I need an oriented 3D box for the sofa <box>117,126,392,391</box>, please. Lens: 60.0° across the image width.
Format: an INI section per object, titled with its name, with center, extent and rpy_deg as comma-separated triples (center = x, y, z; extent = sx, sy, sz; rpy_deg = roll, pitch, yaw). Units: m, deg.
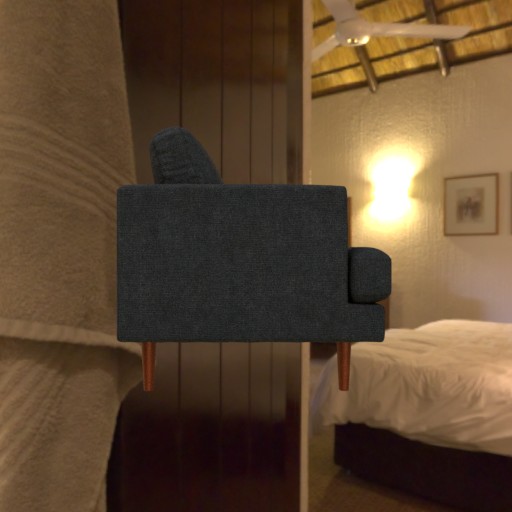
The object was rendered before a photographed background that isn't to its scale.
[sofa]
center = 0.000, 0.000, 2.197
extent = 0.903, 0.944, 1.582
rpy_deg = 0, 0, 0
